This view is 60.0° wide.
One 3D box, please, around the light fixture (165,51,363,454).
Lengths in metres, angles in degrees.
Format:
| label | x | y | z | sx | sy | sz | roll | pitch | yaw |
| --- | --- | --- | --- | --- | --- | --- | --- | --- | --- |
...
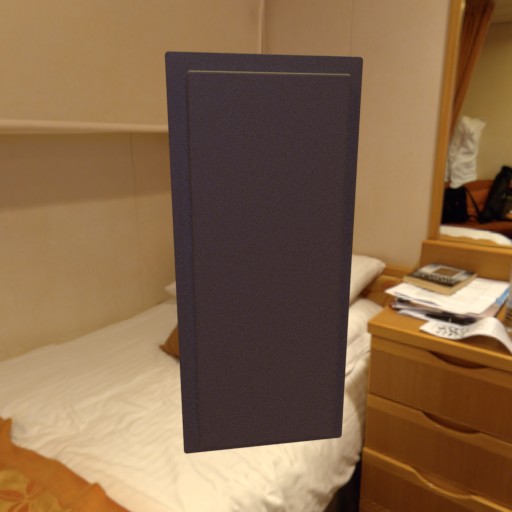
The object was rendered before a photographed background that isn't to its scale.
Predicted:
| label | x | y | z | sx | sy | sz | roll | pitch | yaw |
| --- | --- | --- | --- | --- | --- | --- | --- | --- | --- |
| light fixture | 0.000 | 0.000 | 0.434 | 0.153 | 0.347 | 0.146 | -2 | 15 | -9 |
